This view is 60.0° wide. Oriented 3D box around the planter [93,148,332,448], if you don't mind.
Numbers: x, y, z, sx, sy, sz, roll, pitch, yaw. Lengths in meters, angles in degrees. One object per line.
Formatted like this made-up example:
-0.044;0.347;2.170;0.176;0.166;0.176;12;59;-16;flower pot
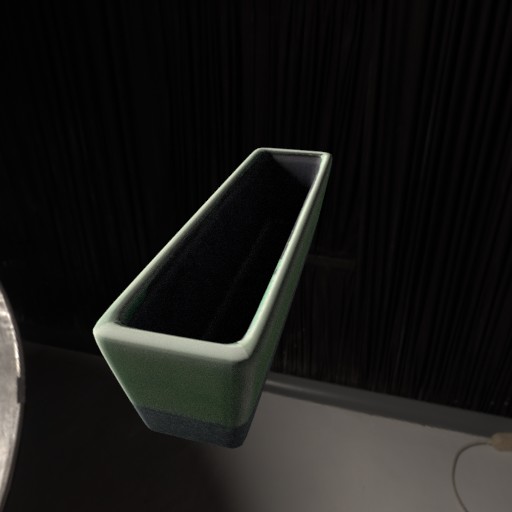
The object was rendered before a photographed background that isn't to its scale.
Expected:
0.000;0.000;0.303;0.072;0.072;0.275;7;30;13;planter
